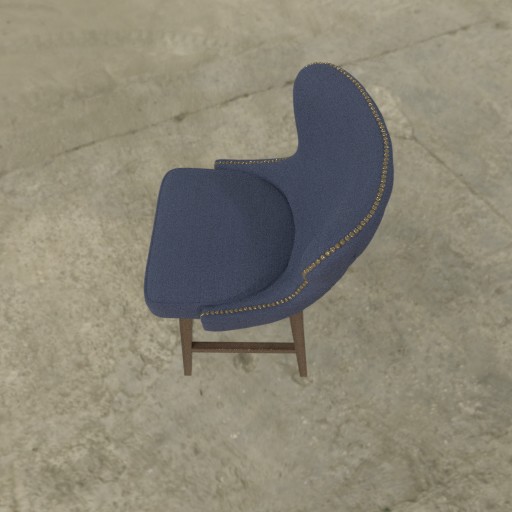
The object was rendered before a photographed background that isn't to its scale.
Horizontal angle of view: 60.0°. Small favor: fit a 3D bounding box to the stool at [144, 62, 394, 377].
[{"bbox_3d":[0.000,0.000,1.362,0.597,0.972,0.615,1,58,0],"label":"stool"}]
